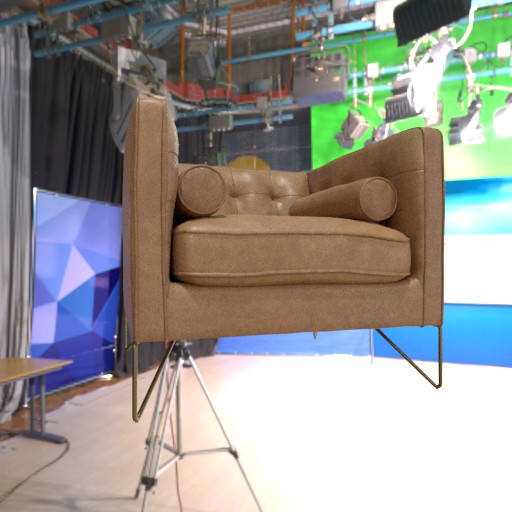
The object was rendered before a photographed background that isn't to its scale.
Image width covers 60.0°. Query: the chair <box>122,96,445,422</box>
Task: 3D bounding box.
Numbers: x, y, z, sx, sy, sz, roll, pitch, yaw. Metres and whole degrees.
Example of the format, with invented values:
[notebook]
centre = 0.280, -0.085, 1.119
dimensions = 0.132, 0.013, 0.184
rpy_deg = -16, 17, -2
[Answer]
[chair]
centre = 0.000, 0.000, 1.597
dimensions = 0.920, 0.797, 0.912
rpy_deg = 0, 0, -18
